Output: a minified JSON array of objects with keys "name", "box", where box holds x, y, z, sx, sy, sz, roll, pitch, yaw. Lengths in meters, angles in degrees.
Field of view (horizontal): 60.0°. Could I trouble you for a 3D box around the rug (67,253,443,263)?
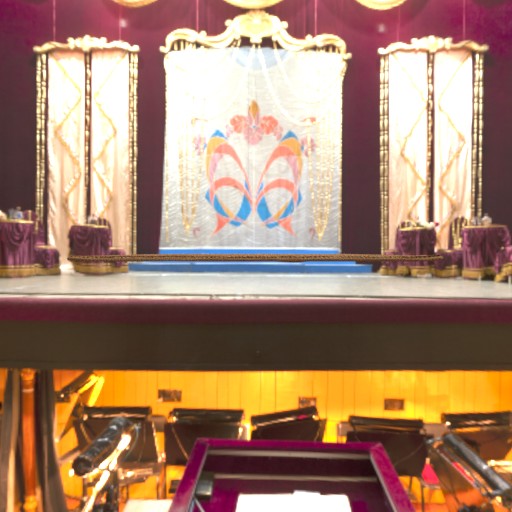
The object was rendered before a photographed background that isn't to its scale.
[{"name":"rug","box":[0.000,0.000,2.998,1.521,0.034,2.438,0,1,0]}]
